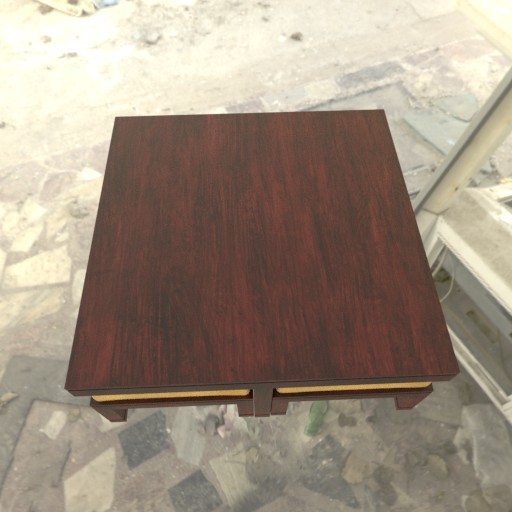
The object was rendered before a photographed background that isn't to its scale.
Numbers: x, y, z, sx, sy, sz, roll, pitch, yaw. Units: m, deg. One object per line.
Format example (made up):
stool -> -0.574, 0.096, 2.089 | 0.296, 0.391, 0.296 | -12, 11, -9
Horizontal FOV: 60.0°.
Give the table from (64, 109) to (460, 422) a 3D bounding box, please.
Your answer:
table -> 0.000, 0.000, 1.346 | 0.865, 0.356, 0.865 | -2, 58, -1
